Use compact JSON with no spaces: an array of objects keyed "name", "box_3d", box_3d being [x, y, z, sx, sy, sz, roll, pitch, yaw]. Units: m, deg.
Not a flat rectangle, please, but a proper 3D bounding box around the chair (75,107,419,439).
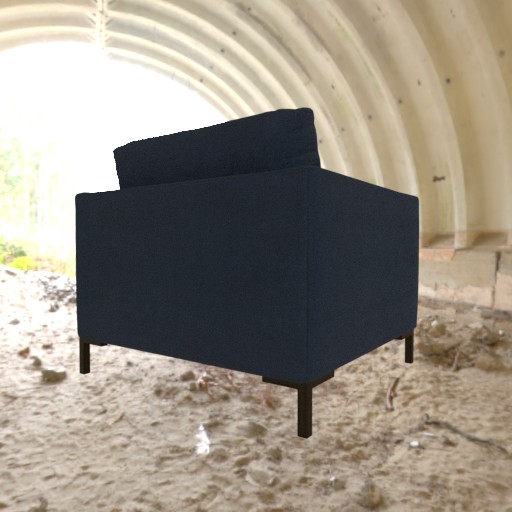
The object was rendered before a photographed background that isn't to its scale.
[{"name":"chair","box_3d":[0.000,0.000,1.613,0.964,0.812,0.875,1,2,36]}]
